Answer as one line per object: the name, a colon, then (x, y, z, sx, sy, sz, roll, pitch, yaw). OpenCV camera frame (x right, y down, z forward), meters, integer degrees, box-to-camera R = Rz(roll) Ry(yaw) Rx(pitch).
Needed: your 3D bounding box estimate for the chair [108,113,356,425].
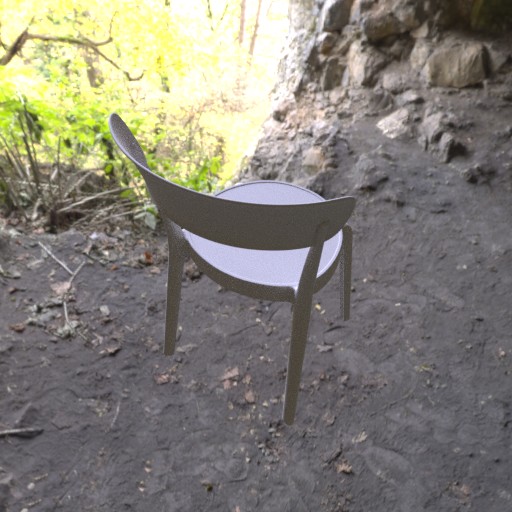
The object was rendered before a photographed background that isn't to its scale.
chair: (0.000, 0.000, 1.133, 0.506, 0.790, 0.491, 24, 51, 20)
